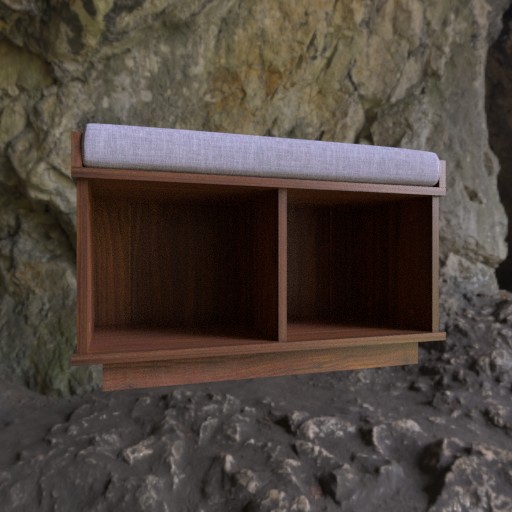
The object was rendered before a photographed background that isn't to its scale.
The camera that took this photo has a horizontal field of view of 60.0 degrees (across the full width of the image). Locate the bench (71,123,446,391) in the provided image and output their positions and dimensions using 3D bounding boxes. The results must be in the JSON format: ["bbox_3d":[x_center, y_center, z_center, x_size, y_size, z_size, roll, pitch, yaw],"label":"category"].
[{"bbox_3d":[0.000,0.000,0.988,0.734,0.461,0.362,0,0,-18],"label":"bench"}]
